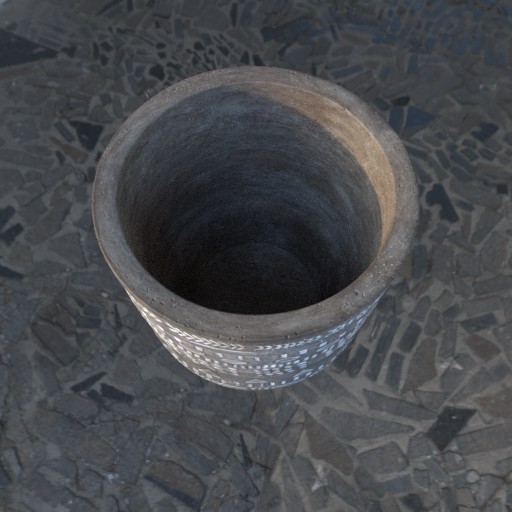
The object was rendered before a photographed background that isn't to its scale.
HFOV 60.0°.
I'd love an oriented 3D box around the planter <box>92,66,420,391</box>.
[{"bbox_3d":[0.000,0.000,0.221,0.122,0.128,0.122,0,64,0],"label":"planter"}]
